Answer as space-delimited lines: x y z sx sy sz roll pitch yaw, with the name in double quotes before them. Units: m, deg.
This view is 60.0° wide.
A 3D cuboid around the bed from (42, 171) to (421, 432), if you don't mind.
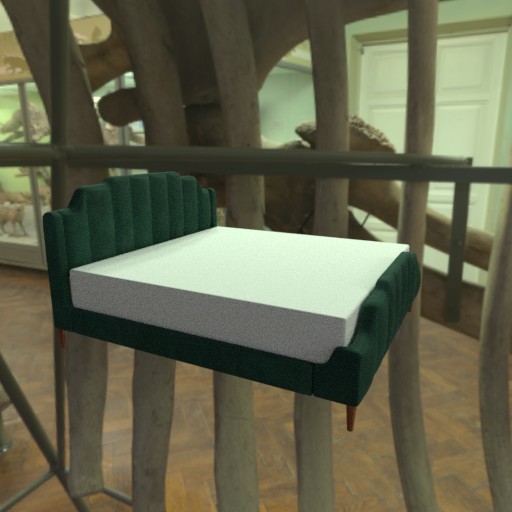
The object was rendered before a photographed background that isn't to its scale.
"bed" 0.000 0.000 3.578 2.340 1.245 2.074 7 16 27
